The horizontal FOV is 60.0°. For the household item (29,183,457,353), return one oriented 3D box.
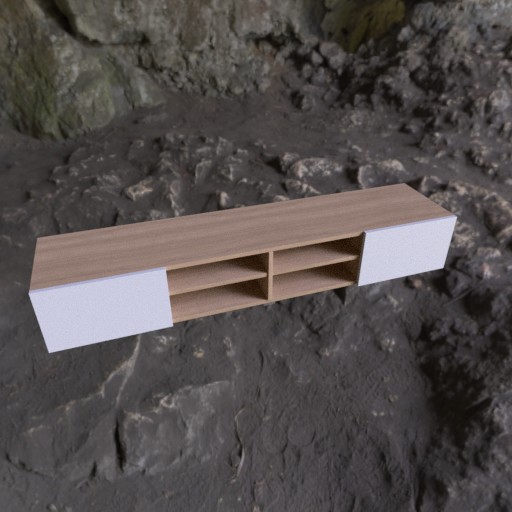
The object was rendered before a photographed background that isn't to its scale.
[{"bbox_3d":[0.000,0.000,2.078,1.850,0.310,0.420,-10,34,-16],"label":"household item"}]
